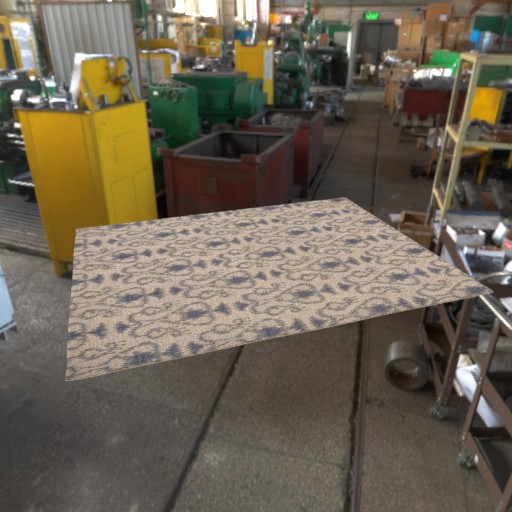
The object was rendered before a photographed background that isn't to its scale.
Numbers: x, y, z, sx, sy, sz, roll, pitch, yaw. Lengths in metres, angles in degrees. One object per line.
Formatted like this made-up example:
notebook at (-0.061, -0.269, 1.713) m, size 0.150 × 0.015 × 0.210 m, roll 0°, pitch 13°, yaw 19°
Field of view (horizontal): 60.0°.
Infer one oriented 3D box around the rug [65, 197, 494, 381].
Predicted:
rug at (0.000, 0.000, 4.106) m, size 3.205 × 0.015 × 2.437 m, roll -9°, pitch 28°, yaw -17°
